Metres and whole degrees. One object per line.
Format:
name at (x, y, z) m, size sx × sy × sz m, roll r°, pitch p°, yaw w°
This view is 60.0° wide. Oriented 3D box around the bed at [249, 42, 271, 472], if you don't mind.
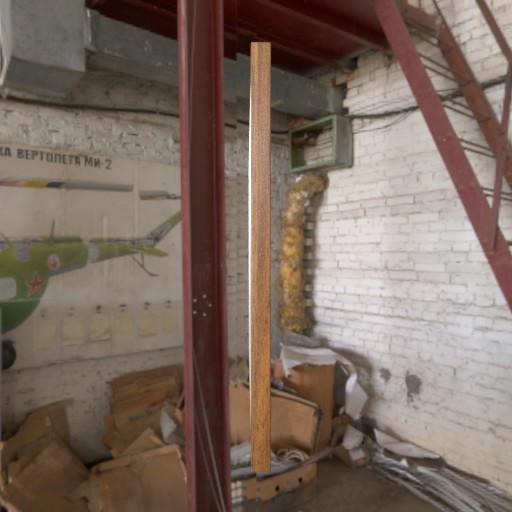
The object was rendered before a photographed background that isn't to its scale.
bed at (0.000, 0.000, 1.488) m, size 0.043 × 0.940 × 1.041 m, roll 0°, pitch 0°, yaw -1°
